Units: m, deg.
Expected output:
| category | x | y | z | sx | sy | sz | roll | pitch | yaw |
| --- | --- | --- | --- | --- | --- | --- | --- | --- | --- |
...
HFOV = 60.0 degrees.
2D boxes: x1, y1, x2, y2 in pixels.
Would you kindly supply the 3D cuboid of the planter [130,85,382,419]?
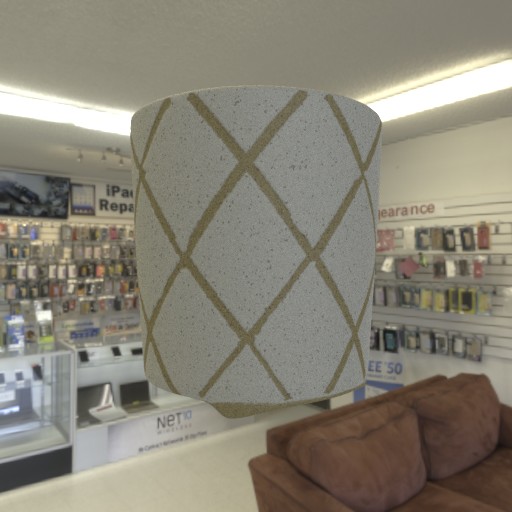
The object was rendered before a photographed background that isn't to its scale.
| category | x | y | z | sx | sy | sz | roll | pitch | yaw |
| --- | --- | --- | --- | --- | --- | --- | --- | --- | --- |
| planter | 0.000 | 0.000 | 0.416 | 0.228 | 0.235 | 0.228 | 0 | 0 | 0 |
